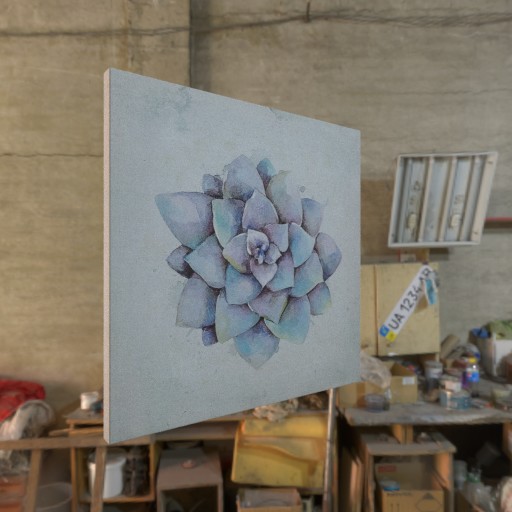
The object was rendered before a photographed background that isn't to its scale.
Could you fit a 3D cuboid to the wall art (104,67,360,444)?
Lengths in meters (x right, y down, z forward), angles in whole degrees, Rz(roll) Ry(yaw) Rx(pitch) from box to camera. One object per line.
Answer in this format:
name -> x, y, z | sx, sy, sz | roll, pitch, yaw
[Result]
wall art -> 0.000, 0.000, 1.134 | 0.762, 0.762, 0.038 | 0, 0, -36
